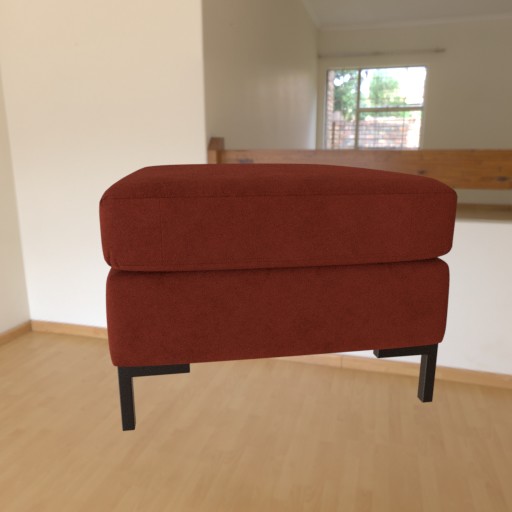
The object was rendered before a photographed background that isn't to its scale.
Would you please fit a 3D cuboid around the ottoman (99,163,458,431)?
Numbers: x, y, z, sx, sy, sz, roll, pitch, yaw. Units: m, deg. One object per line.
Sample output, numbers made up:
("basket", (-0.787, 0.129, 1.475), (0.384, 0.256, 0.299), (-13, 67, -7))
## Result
("ottoman", (0.000, 0.000, 1.154), (0.650, 0.462, 0.782), (-2, 14, -9))
